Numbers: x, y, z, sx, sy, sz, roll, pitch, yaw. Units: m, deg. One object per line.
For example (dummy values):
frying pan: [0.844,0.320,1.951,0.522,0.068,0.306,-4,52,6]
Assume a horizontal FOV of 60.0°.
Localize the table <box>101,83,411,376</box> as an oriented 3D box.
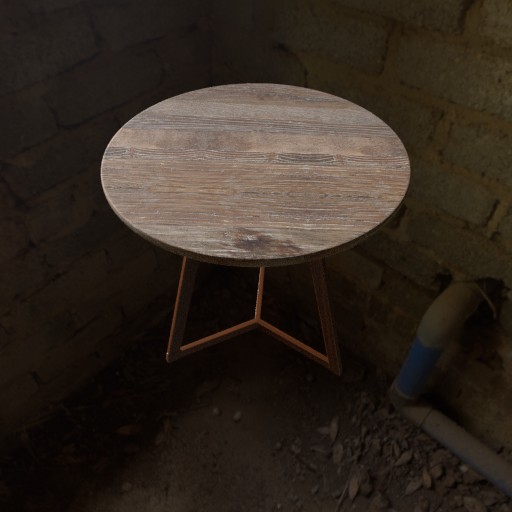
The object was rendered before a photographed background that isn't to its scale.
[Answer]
table: [0.000,0.000,0.912,0.500,0.500,0.500,0,46,0]
